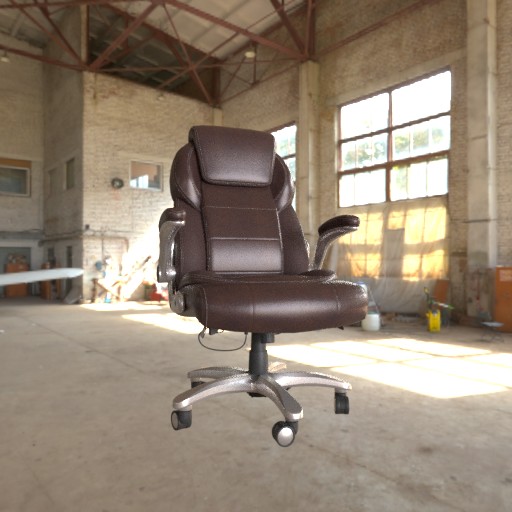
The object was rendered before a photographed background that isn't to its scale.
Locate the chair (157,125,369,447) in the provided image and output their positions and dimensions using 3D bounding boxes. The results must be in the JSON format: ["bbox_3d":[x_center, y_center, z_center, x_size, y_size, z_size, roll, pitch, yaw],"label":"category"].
[{"bbox_3d":[0.000,0.000,1.700,0.733,1.160,0.774,0,-1,-20],"label":"chair"}]
